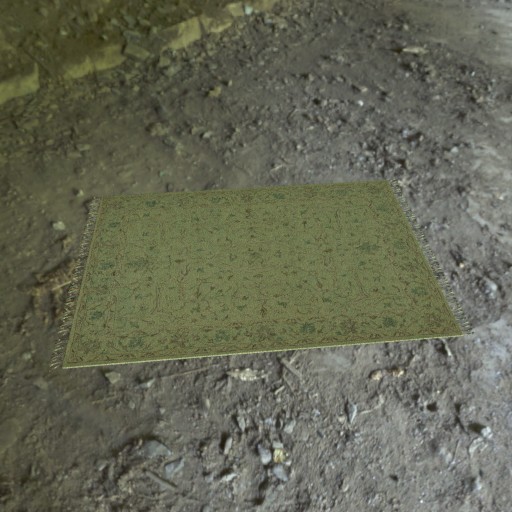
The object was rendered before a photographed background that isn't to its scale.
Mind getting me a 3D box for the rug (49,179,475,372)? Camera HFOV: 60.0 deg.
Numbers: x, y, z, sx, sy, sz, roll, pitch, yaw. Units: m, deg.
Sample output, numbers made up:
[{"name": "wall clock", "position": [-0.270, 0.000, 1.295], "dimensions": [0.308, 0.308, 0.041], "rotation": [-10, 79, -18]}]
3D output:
[{"name": "rug", "position": [0.000, 0.000, 3.033], "dimensions": [2.435, 0.010, 1.544], "rotation": [-4, 47, -4]}]
